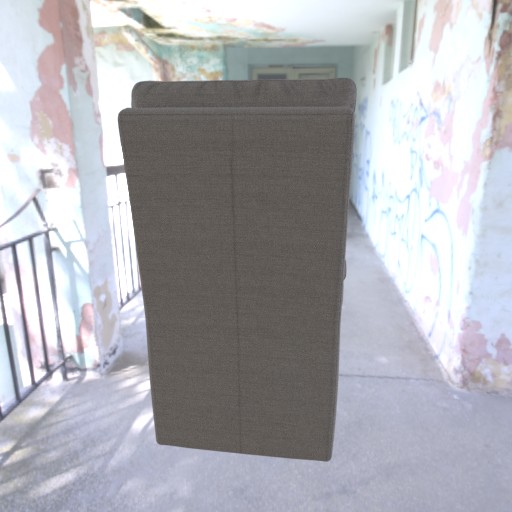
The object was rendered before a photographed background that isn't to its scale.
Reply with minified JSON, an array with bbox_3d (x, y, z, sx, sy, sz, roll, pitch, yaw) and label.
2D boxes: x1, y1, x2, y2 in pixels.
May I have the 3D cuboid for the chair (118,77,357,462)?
[{"bbox_3d":[0.000,0.000,1.295,0.503,0.927,0.698,2,17,8],"label":"chair"}]
